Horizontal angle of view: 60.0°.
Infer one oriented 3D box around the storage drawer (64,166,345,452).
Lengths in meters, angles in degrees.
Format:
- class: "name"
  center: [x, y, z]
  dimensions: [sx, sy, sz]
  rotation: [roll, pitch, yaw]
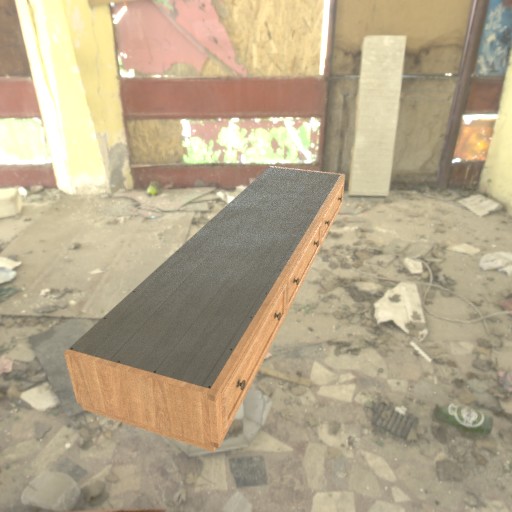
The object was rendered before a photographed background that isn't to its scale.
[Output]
- class: "storage drawer"
  center: [0.000, 0.000, 2.197]
  dimensions: [0.538, 0.264, 2.032]
  rotation: [10, 30, 17]
